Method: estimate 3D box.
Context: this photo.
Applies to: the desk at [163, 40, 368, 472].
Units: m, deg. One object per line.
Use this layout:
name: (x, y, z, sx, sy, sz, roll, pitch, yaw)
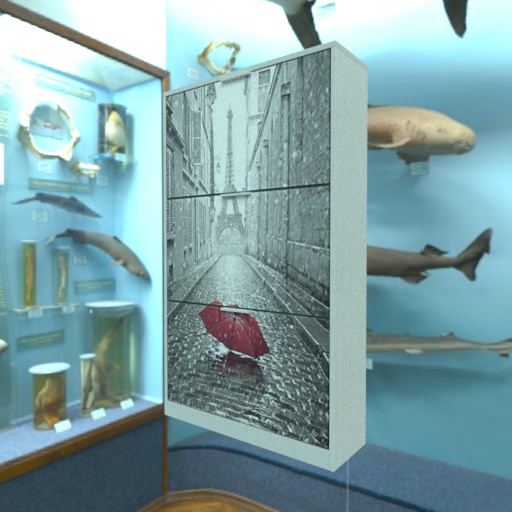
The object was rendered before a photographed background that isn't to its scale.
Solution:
desk: (0.000, 0.000, 1.626, 0.750, 1.280, 0.250, 1, 2, 37)
